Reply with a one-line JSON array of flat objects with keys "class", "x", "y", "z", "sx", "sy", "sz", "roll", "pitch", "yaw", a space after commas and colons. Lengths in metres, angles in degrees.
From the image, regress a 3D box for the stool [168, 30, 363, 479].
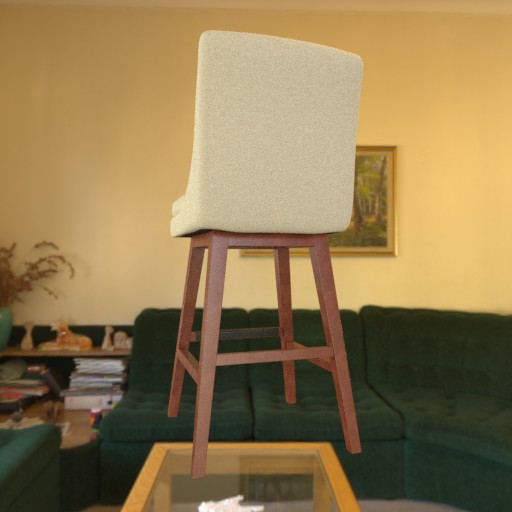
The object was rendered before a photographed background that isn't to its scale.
[{"class": "stool", "x": 0.000, "y": 0.000, "z": 1.362, "sx": 0.470, "sy": 1.092, "sz": 0.559, "roll": 0, "pitch": 0, "yaw": -19}]
